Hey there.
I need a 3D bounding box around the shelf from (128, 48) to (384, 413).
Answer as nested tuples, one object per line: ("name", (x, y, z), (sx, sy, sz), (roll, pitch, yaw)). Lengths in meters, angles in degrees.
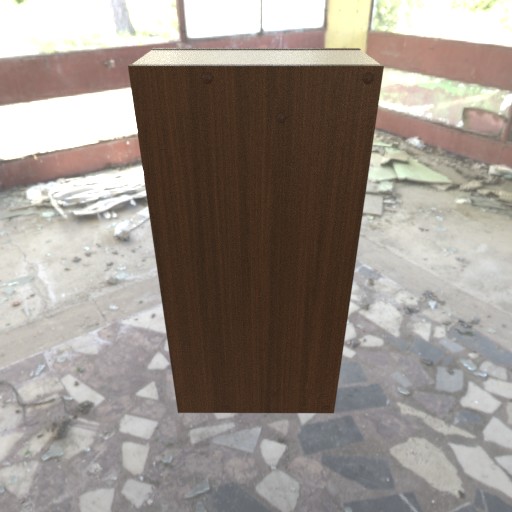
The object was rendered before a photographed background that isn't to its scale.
("shelf", (0.000, 0.000, 0.722), (0.290, 0.600, 0.147), (0, 32, 0))
